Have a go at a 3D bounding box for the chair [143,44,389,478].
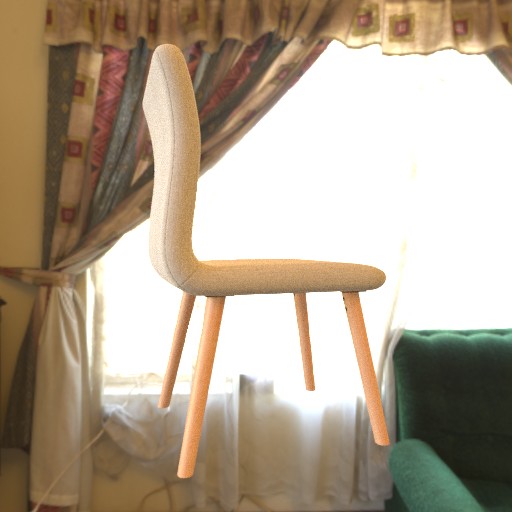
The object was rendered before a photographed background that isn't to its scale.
[{"bbox_3d":[0.000,0.000,1.160,0.550,0.885,0.435,-1,2,-18],"label":"chair"}]
